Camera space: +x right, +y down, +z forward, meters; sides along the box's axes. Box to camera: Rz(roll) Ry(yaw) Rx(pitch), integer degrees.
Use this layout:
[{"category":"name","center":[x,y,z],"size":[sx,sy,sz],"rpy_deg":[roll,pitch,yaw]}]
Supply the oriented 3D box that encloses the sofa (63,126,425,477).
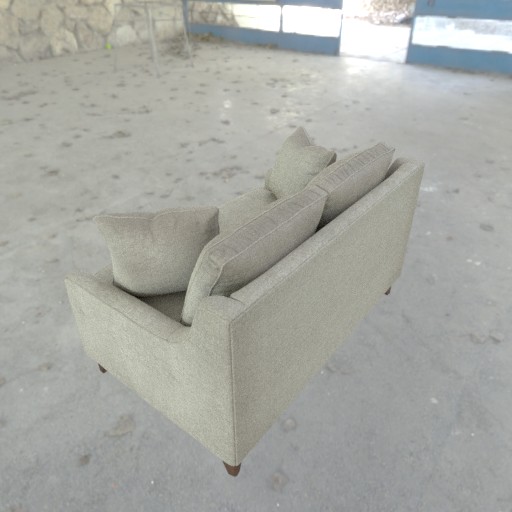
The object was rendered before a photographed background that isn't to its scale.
[{"category":"sofa","center":[0.000,0.000,2.007],"size":[0.915,0.863,1.422],"rpy_deg":[23,40,31]}]
